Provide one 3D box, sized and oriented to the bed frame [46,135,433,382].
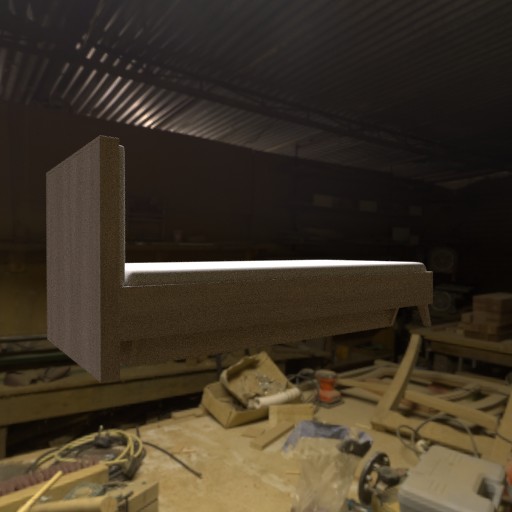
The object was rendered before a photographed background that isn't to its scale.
[{"bbox_3d":[0.000,0.000,2.675,2.140,0.920,0.990,-1,1,-36],"label":"bed frame"}]
